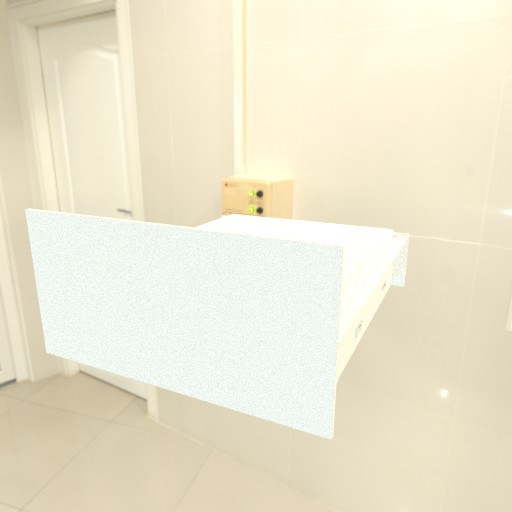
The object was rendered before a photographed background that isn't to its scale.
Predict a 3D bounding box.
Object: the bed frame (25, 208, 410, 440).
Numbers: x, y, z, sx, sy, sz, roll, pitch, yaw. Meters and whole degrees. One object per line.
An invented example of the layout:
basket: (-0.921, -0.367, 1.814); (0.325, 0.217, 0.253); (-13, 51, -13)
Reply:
bed frame: (0.000, 0.000, 2.839); (1.622, 0.800, 1.960); (8, 18, 25)
